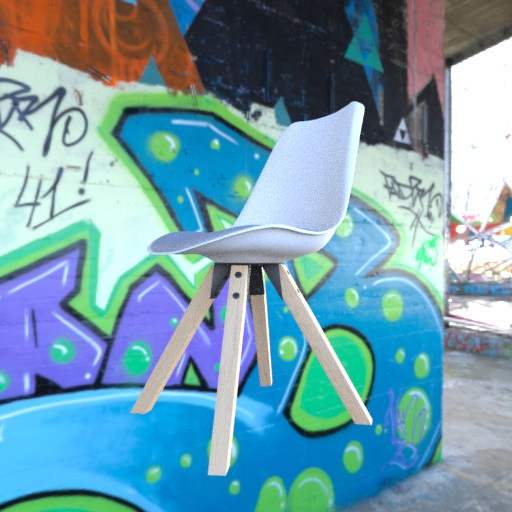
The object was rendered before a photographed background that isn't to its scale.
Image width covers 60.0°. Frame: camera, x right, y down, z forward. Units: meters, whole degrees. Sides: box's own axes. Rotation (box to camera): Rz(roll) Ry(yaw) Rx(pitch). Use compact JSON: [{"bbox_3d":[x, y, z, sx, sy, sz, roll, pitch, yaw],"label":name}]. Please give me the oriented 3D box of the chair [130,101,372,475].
[{"bbox_3d":[0.000,0.000,1.173,0.550,0.850,0.485,0,0,-36],"label":"chair"}]
